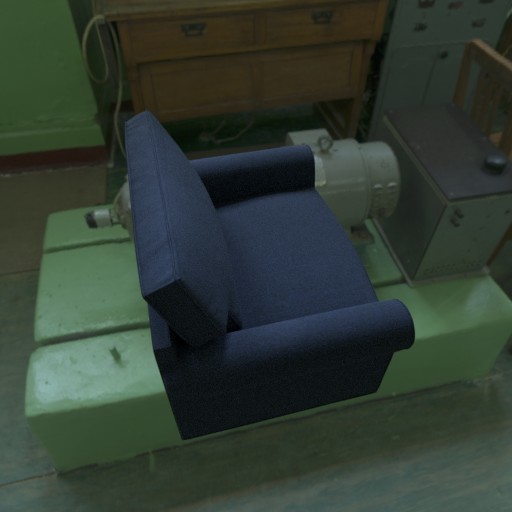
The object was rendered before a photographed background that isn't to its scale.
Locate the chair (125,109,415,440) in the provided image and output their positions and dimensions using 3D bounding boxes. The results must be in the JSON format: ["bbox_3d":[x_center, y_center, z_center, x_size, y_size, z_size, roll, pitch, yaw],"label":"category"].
[{"bbox_3d":[0.000,0.000,2.032,0.963,1.044,1.285,-11,48,-10],"label":"chair"}]
